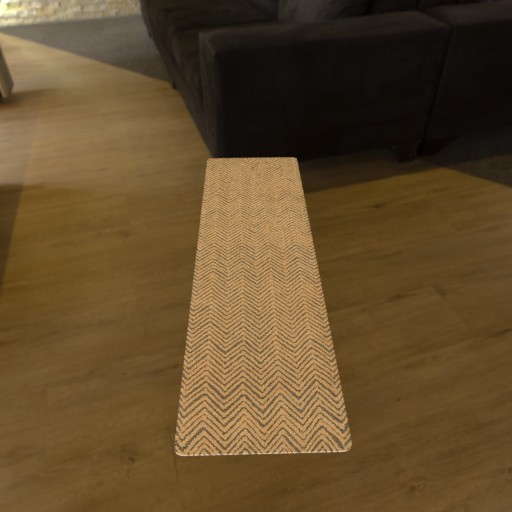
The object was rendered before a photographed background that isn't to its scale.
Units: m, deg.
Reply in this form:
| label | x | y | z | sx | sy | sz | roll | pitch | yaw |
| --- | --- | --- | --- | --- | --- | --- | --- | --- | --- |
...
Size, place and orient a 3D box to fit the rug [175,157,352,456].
| label | x | y | z | sx | sy | sz | roll | pitch | yaw |
| --- | --- | --- | --- | --- | --- | --- | --- | --- | --- |
| rug | 0.000 | 0.000 | 2.548 | 0.686 | 0.008 | 2.286 | -1 | 41 | -1 |
